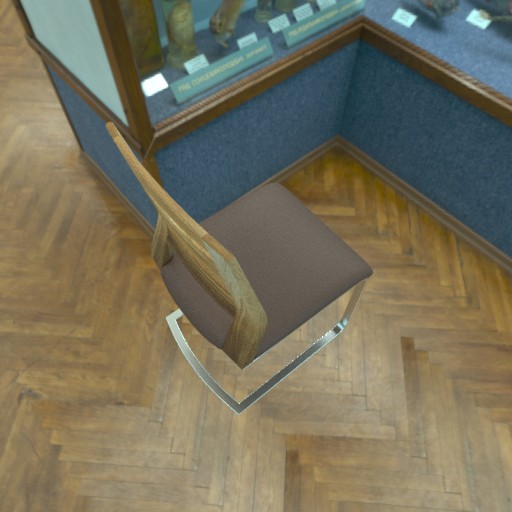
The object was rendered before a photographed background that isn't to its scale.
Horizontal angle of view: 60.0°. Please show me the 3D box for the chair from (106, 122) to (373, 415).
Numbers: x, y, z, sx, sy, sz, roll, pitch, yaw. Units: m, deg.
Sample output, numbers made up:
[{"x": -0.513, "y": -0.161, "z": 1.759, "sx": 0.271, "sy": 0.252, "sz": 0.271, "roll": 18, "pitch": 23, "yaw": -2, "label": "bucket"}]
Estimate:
[{"x": 0.000, "y": 0.000, "z": 1.277, "sx": 0.570, "sy": 0.970, "sz": 0.460, "roll": -34, "pitch": 64, "yaw": -20, "label": "chair"}]
